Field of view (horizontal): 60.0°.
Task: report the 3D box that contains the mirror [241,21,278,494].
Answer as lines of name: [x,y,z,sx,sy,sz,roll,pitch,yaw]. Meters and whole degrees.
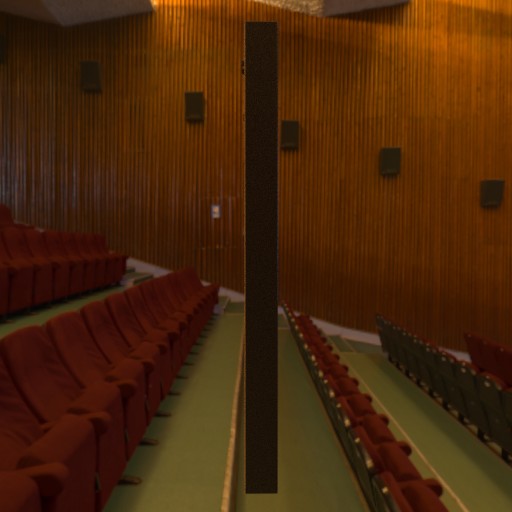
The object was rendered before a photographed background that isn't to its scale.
mirror: [0.000,0.000,0.678,0.041,0.508,0.405,0,1,-1]
